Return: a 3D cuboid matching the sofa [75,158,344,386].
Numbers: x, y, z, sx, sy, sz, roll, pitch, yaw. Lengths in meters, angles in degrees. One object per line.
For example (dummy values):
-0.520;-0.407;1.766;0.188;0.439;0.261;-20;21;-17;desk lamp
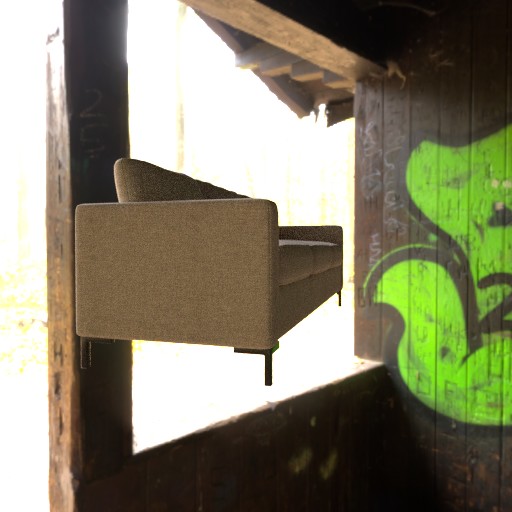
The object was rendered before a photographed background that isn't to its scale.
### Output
0.000;0.000;2.717;0.859;0.874;2.218;0;1;17;sofa
